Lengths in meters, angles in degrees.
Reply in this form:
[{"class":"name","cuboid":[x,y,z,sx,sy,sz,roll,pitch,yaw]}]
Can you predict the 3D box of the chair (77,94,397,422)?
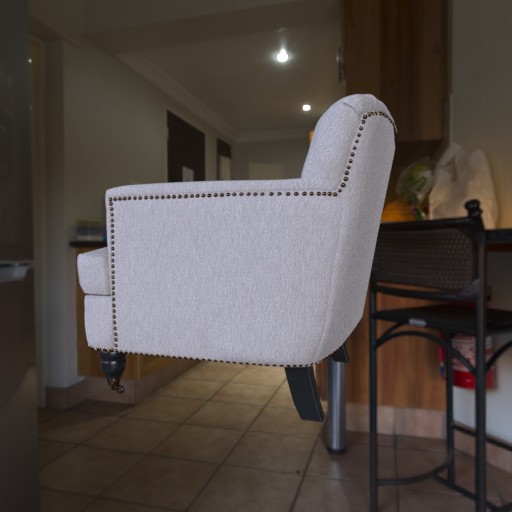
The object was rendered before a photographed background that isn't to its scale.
[{"class":"chair","cuboid":[0.000,0.000,1.497,0.902,0.823,0.737,1,2,18]}]
